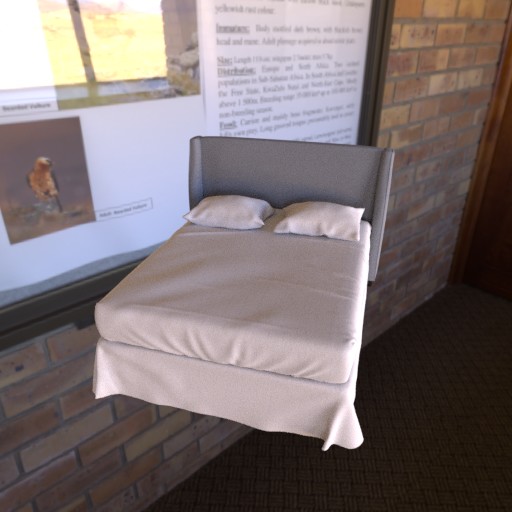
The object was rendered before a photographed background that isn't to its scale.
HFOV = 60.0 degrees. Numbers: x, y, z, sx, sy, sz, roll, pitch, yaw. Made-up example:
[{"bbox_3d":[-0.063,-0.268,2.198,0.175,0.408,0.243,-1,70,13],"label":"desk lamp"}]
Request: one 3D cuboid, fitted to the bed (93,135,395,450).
[{"bbox_3d":[0.000,0.000,3.488,1.925,1.332,2.276,7,28,14],"label":"bed"}]
